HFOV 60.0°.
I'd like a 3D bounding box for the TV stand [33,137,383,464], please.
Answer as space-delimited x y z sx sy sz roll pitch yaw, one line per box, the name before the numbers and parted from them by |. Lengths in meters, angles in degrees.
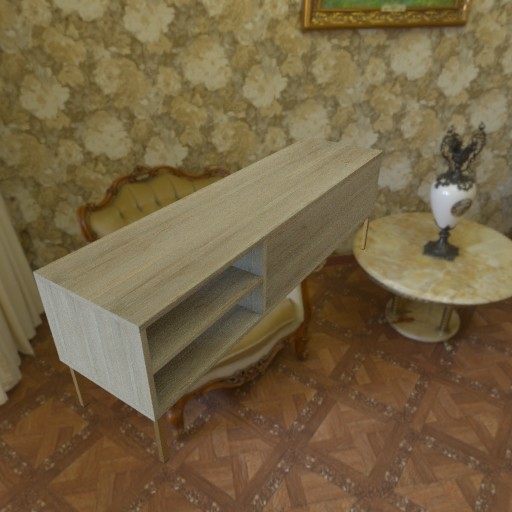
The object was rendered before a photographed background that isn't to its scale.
TV stand | 0.000 0.000 1.844 0.420 0.550 1.600 19 36 29
